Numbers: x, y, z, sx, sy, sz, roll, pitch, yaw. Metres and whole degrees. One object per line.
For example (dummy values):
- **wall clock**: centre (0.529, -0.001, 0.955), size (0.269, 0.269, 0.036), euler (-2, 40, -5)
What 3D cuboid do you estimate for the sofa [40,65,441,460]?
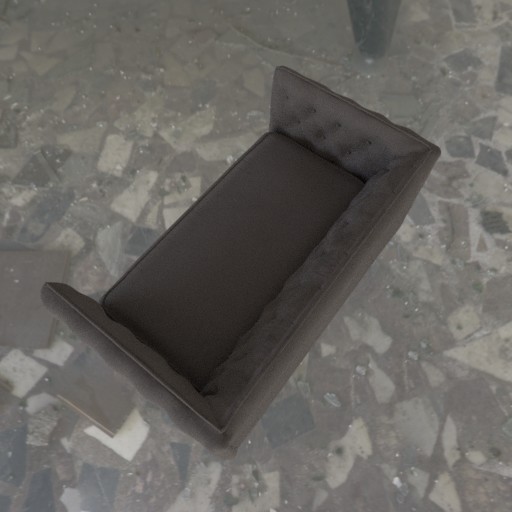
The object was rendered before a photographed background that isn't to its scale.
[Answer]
- **sofa**: centre (0.000, 0.000, 2.112), size (0.909, 0.810, 1.583), euler (34, 68, 16)
